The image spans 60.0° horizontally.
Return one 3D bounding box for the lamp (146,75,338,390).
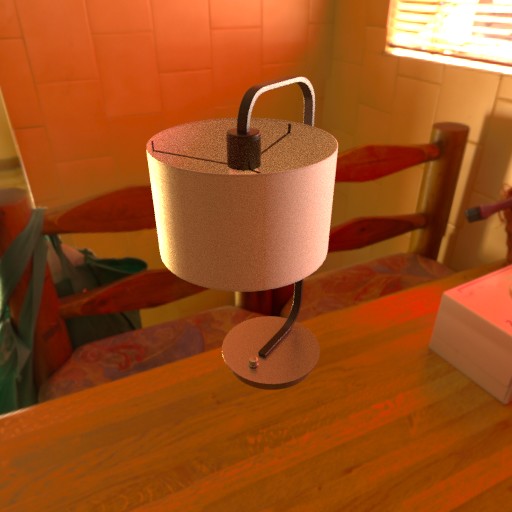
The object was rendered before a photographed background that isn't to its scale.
[{"bbox_3d":[0.000,0.000,0.652,0.230,0.473,0.288,19,36,29],"label":"lamp"}]
